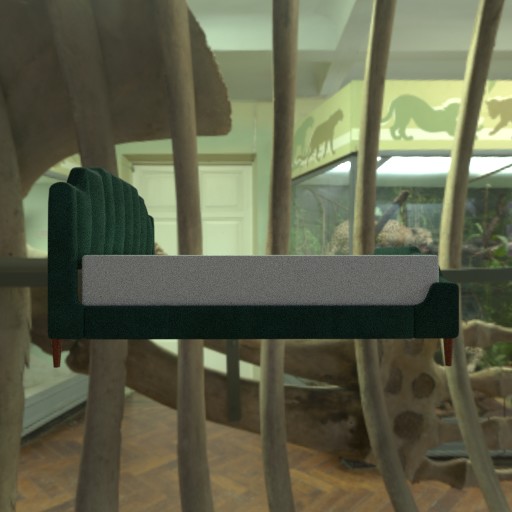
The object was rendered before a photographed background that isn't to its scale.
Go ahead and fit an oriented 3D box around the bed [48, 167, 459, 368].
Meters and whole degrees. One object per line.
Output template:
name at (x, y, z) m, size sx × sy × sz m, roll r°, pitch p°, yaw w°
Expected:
bed at (0.000, 0.000, 3.502) m, size 2.340 × 1.245 × 2.074 m, roll 0°, pitch 0°, yaw -1°
